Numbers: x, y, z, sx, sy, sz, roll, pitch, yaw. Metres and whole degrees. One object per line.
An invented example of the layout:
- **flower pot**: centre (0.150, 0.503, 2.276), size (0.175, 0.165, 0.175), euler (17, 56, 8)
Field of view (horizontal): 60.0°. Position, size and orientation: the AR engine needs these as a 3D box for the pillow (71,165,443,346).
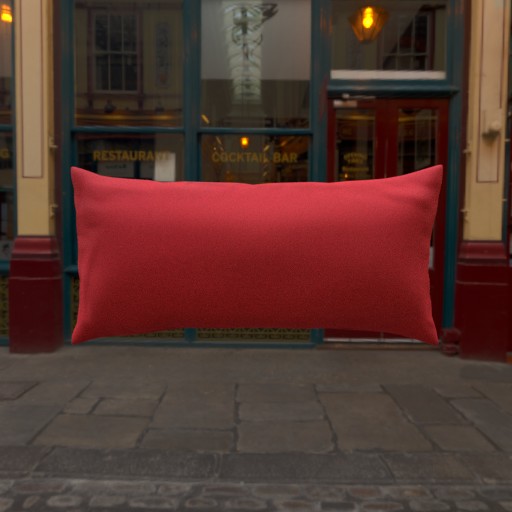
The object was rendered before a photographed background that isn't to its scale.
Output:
- **pillow**: centre (0.000, 0.000, 0.730), size (0.608, 0.297, 0.151), euler (0, 2, 0)
